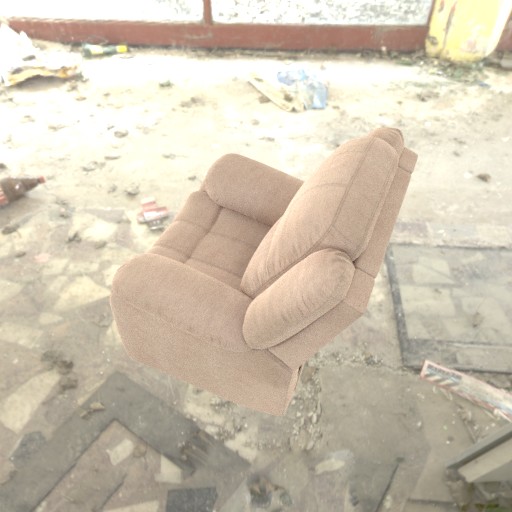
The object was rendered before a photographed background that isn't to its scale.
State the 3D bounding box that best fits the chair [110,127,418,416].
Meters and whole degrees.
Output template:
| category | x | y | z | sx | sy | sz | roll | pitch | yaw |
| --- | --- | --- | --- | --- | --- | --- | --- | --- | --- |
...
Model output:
| category | x | y | z | sx | sy | sz | roll | pitch | yaw |
| --- | --- | --- | --- | --- | --- | --- | --- | --- | --- |
| chair | 0.000 | 0.000 | 1.748 | 0.944 | 1.008 | 0.899 | 18 | 48 | 17 |
